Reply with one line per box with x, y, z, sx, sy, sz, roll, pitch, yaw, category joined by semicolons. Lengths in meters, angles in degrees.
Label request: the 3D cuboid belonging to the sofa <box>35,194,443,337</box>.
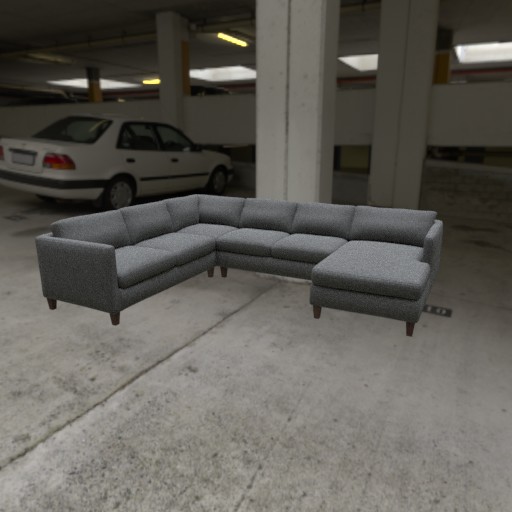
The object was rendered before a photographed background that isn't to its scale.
0.000;0.000;4.415;3.238;0.853;2.551;8;17;26;sofa
